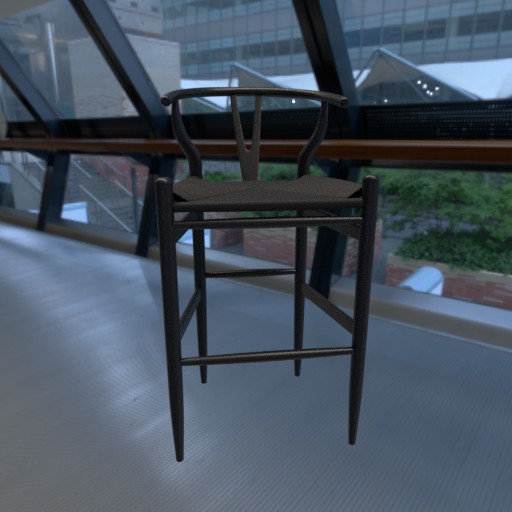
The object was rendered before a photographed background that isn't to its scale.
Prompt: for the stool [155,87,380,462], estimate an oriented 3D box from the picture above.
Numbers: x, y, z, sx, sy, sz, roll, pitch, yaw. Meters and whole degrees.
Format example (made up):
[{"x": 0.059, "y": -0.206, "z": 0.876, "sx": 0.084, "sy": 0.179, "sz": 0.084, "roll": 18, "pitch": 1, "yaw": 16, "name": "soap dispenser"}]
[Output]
[{"x": 0.000, "y": 0.000, "z": 1.442, "sx": 0.569, "sy": 1.072, "sz": 0.579, "roll": -2, "pitch": 17, "yaw": -7, "name": "stool"}]
